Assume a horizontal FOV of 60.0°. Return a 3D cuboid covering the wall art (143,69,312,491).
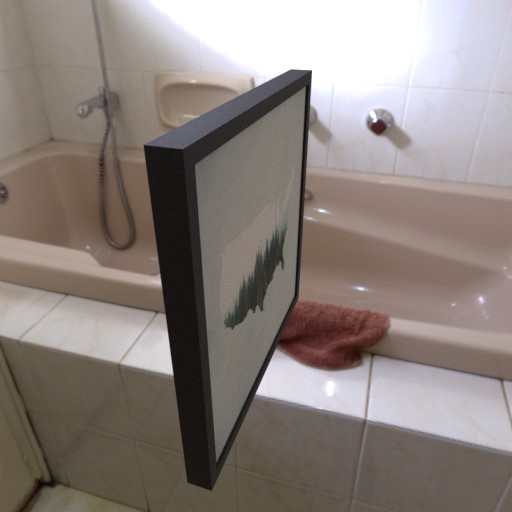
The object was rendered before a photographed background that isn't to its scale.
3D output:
[{"bbox_3d":[0.000,0.000,0.733,0.040,0.509,0.509,10,32,16],"label":"wall art"}]
